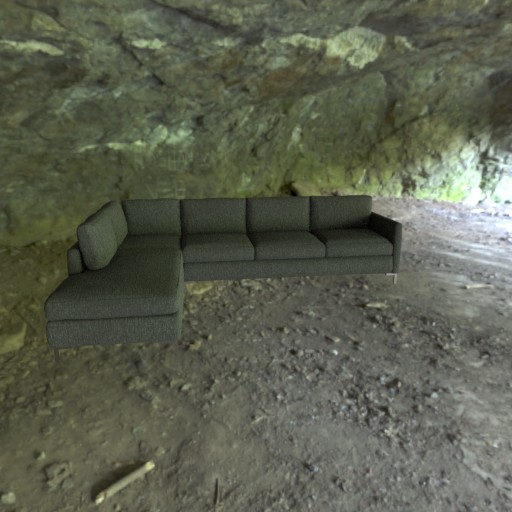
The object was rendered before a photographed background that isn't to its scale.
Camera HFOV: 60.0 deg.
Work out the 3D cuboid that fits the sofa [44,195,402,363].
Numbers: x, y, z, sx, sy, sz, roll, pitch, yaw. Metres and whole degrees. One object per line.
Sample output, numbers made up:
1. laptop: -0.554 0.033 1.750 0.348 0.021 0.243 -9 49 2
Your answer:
1. sofa: 0.000 0.000 3.856 2.949 0.815 2.007 -2 15 -8
